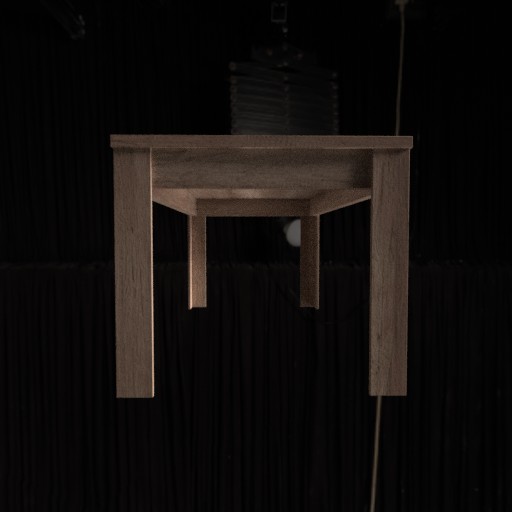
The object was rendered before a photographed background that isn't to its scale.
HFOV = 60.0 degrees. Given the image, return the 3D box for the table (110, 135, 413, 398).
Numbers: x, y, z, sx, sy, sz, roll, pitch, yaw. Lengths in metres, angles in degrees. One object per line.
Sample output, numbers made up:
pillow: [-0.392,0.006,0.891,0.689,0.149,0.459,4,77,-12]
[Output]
table: [0.000,0.000,2.232,0.900,0.790,1.800,0,2,-1]
